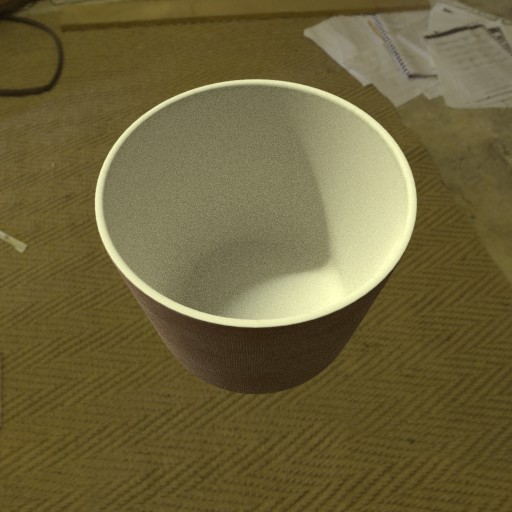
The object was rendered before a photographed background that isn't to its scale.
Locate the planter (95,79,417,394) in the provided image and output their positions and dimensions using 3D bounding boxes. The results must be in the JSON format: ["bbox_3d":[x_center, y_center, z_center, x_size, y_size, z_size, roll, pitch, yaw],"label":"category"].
[{"bbox_3d":[0.000,0.000,0.782,0.440,0.398,0.440,0,58,0],"label":"planter"}]
